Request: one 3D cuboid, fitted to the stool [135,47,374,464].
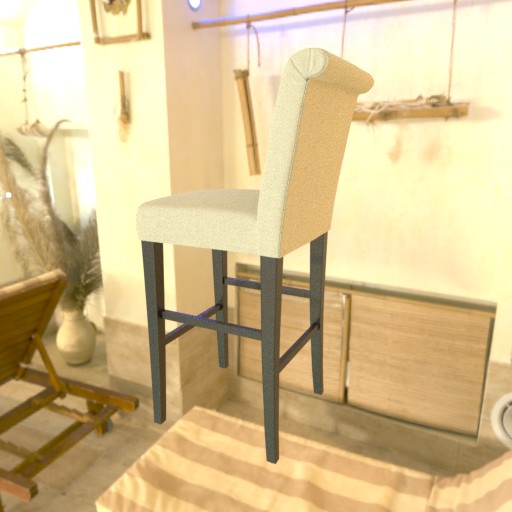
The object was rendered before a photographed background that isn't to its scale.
[{"bbox_3d":[0.000,0.000,1.427,0.597,1.124,0.452,7,17,26],"label":"stool"}]
